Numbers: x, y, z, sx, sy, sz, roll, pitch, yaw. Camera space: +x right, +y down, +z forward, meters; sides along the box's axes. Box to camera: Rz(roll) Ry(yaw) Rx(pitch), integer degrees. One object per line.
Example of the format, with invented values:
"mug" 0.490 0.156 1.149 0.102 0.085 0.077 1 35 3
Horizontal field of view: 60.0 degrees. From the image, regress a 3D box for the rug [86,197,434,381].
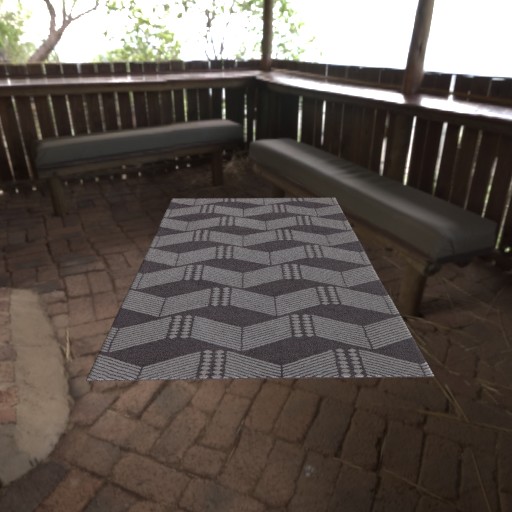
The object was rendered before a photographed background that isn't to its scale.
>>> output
"rug" 0.000 0.000 3.021 1.517 0.011 2.435 0 26 -1
